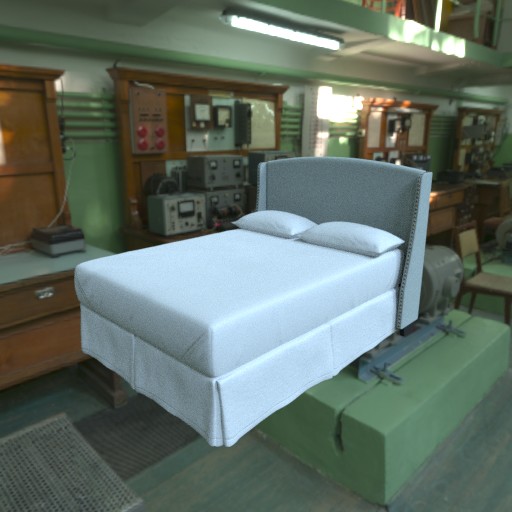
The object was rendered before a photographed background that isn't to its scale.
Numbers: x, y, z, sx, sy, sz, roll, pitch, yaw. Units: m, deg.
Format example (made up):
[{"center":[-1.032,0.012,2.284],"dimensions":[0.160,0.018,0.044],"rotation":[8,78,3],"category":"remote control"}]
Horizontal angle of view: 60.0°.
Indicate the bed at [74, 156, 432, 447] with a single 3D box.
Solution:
[{"center":[0.000,0.000,3.420],"dimensions":[1.710,1.407,2.237],"rotation":[15,21,42],"category":"bed"}]
